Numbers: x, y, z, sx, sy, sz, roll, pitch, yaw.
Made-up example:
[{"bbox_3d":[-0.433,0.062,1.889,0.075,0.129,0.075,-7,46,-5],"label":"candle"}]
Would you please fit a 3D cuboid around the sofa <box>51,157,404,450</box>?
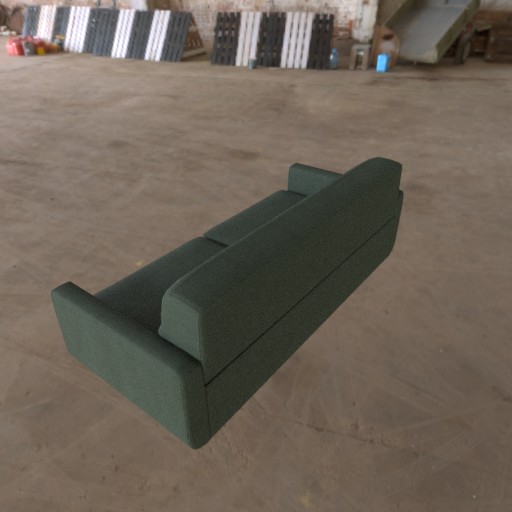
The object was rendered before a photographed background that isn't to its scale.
[{"bbox_3d":[0.000,0.000,2.550,0.909,0.841,2.029,23,39,31],"label":"sofa"}]
